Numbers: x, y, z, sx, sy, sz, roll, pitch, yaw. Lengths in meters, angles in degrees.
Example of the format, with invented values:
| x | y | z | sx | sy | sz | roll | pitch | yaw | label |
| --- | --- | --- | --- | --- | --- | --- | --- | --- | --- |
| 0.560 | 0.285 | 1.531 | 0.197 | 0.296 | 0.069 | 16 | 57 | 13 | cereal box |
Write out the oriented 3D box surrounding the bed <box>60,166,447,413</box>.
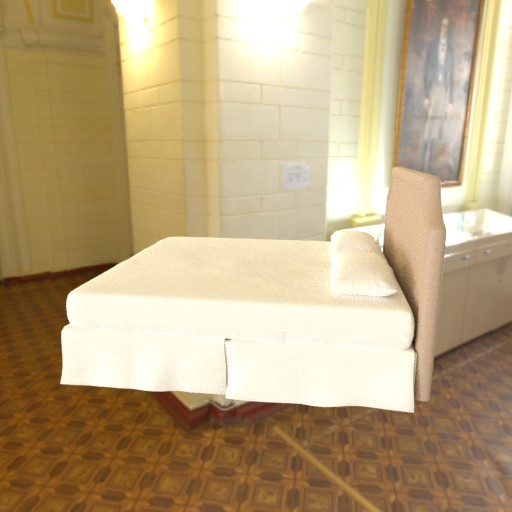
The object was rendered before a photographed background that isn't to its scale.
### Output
| x | y | z | sx | sy | sz | roll | pitch | yaw | label |
| --- | --- | --- | --- | --- | --- | --- | --- | --- | --- |
| 0.000 | 0.000 | 4.134 | 2.773 | 1.590 | 2.350 | 2 | 14 | 9 | bed |
